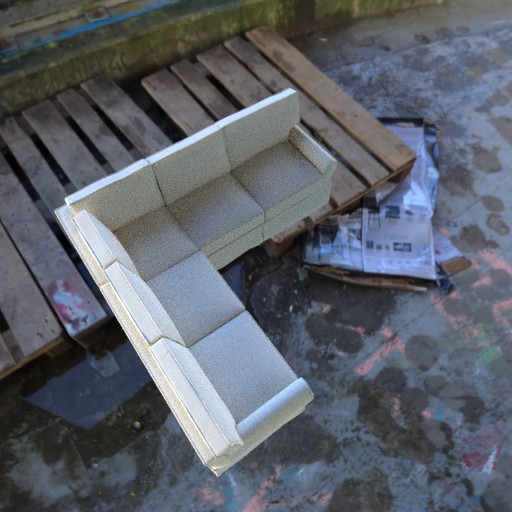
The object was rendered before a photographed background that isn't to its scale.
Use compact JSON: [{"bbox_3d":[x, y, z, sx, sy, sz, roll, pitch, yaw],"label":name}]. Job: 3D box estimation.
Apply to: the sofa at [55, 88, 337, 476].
[{"bbox_3d":[0.000,0.000,4.052,2.597,1.070,2.591,-32,65,-17],"label":"sofa"}]
